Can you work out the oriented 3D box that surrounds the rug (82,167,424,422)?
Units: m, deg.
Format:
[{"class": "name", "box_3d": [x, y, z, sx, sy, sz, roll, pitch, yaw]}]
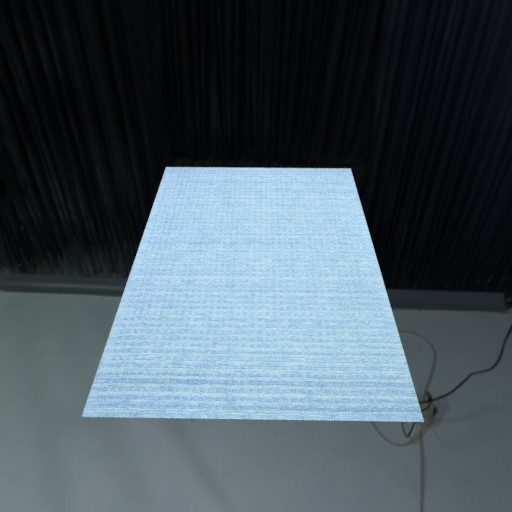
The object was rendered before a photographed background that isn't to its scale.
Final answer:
[{"class": "rug", "box_3d": [0.000, 0.000, 3.662, 1.982, 0.006, 2.895, 1, 41, 1]}]
